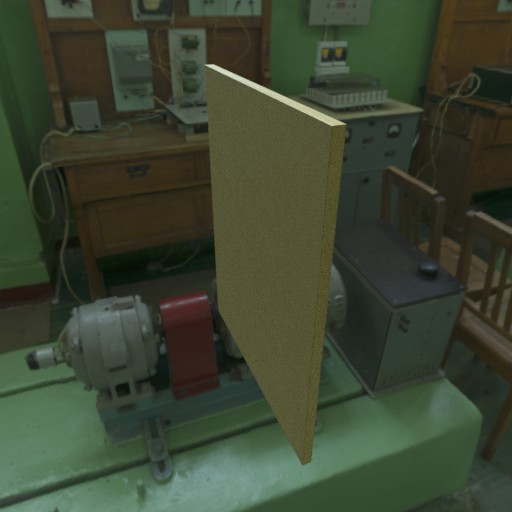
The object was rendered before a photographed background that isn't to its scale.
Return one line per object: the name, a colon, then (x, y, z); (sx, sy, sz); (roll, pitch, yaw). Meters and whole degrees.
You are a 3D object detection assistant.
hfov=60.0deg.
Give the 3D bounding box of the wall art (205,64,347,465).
wall art: (0.000, 0.000, 1.379); (0.030, 1.002, 0.798); (-12, 33, -19)
